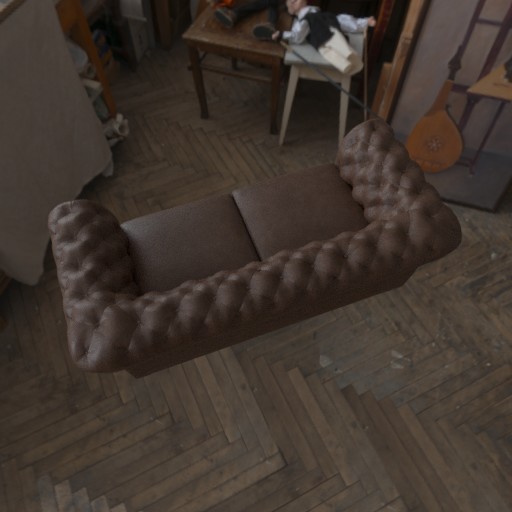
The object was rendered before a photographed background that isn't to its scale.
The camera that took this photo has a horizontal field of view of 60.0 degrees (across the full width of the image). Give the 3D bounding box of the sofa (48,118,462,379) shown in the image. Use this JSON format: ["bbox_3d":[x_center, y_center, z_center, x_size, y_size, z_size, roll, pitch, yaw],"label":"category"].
[{"bbox_3d":[0.000,0.000,2.561,2.048,0.784,0.955,-18,61,-10],"label":"sofa"}]
